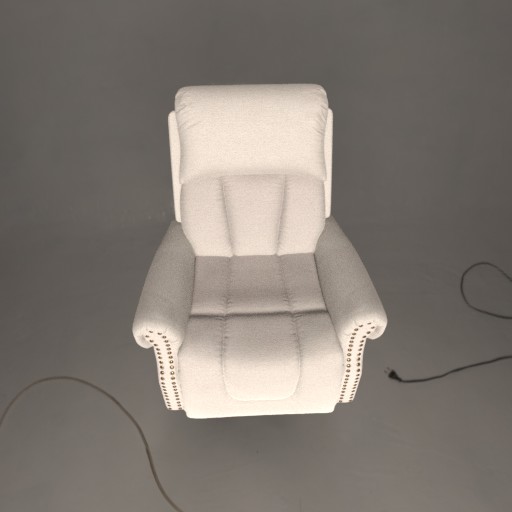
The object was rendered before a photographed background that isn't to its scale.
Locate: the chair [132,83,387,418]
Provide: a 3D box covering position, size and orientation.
[{"bbox_3d":[0.000,0.000,1.771,0.871,1.031,0.979,-2,45,-2],"label":"chair"}]
